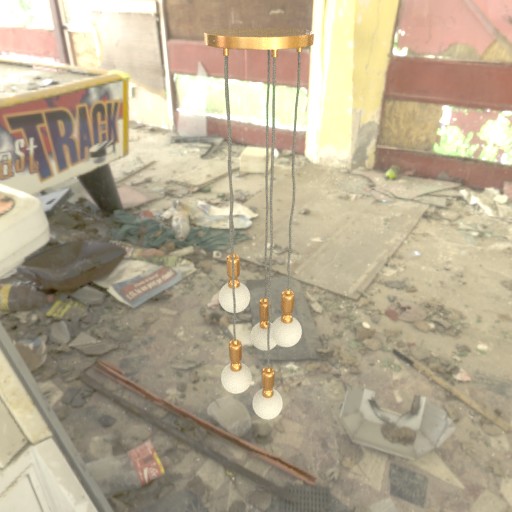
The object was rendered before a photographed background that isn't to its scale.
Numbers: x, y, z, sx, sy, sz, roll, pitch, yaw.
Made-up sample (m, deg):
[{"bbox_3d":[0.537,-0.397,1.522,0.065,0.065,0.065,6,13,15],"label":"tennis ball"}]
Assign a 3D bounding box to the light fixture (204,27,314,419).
[{"bbox_3d":[0.000,0.000,0.505,0.105,0.457,0.108,-22,38,-32],"label":"light fixture"}]
